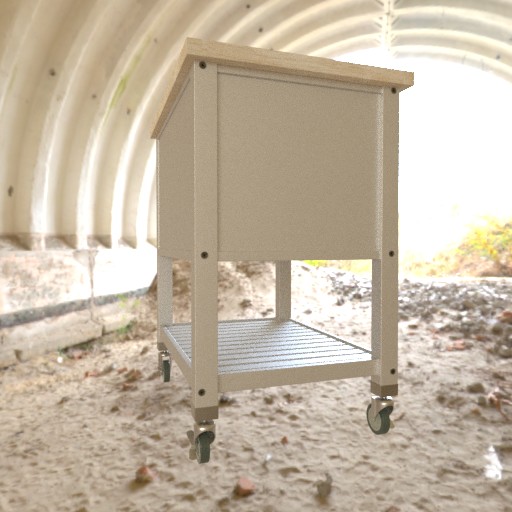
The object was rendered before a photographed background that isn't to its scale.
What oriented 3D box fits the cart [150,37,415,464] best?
[{"bbox_3d":[0.000,0.000,1.363,0.559,0.914,0.762,0,2,-19],"label":"cart"}]
